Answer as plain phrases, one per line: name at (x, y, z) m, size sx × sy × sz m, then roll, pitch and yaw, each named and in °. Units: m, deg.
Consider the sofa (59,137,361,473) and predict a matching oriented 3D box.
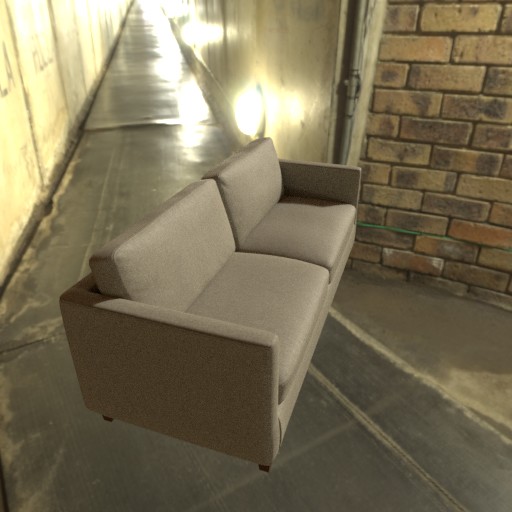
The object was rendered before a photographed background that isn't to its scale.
sofa at (0.000, 0.000, 2.672) m, size 0.956 × 0.963 × 2.208 m, roll 10°, pitch 30°, yaw 17°
